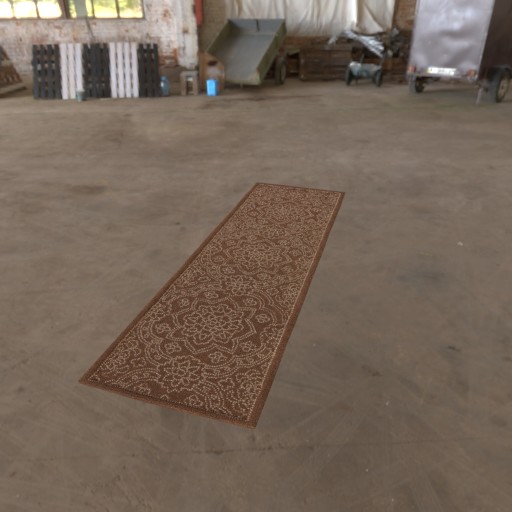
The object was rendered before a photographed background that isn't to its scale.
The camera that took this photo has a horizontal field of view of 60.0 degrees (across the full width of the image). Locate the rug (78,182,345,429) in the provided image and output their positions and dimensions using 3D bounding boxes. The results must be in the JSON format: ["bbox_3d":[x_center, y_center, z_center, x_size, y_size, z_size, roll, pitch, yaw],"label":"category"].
[{"bbox_3d":[0.000,0.000,2.726,0.769,0.012,2.448,9,31,15],"label":"rug"}]
